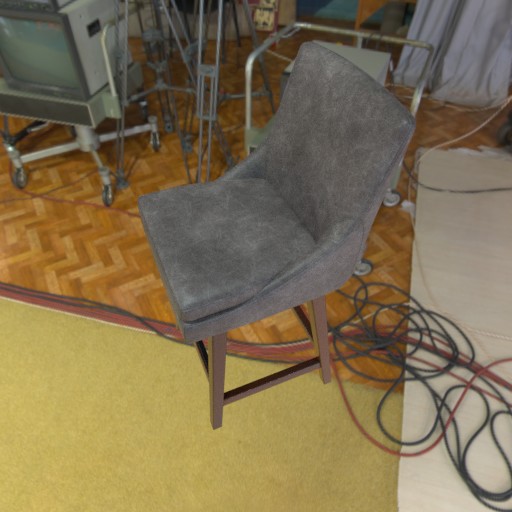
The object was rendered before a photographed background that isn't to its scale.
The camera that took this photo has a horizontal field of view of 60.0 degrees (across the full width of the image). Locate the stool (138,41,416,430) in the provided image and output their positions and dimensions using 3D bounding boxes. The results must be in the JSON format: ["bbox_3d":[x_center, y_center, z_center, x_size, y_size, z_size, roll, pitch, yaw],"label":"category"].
[{"bbox_3d":[0.000,0.000,1.353,0.587,1.046,0.492,-17,48,-16],"label":"stool"}]
